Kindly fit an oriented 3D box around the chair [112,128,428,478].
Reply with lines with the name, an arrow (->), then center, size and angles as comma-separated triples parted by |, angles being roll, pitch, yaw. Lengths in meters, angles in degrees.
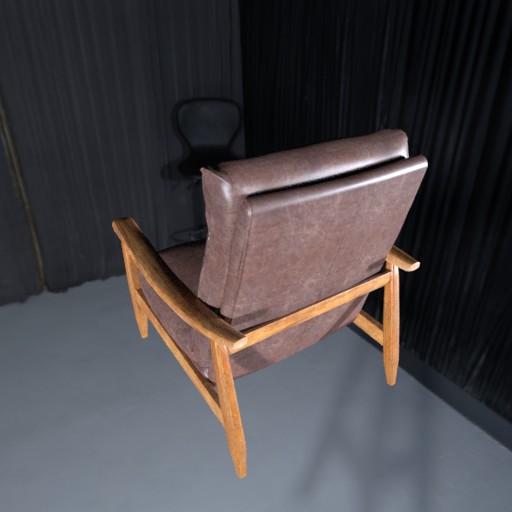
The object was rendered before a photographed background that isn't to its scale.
chair -> 0.000, 0.000, 1.522 | 0.782, 0.897, 0.830 | -18, 34, -29
